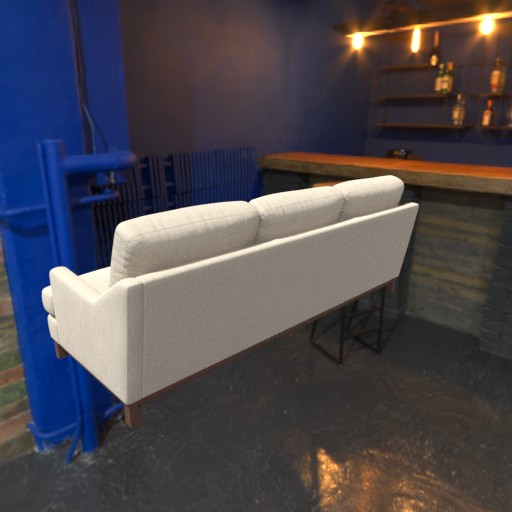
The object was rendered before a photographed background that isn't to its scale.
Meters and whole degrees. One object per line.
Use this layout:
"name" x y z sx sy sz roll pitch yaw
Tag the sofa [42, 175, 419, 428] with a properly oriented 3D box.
"sofa" 0.000 0.000 2.816 2.321 0.913 1.000 -16 24 -42
